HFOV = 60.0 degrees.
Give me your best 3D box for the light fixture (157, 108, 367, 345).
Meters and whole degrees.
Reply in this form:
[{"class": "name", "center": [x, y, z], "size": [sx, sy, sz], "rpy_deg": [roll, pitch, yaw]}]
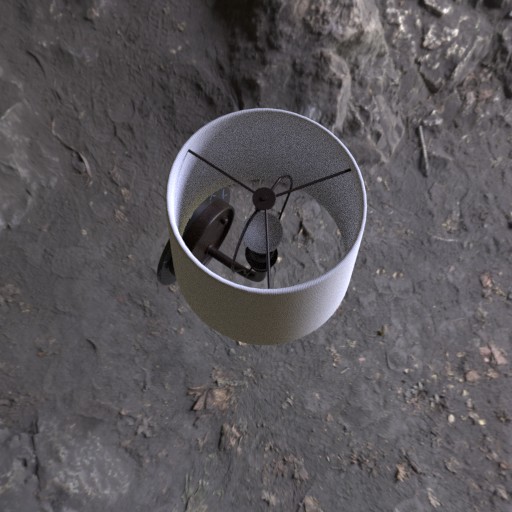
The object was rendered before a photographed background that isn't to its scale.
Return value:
[{"class": "light fixture", "center": [0.000, 0.000, 0.445], "size": [0.188, 0.337, 0.168], "rpy_deg": [33, 78, 8]}]
